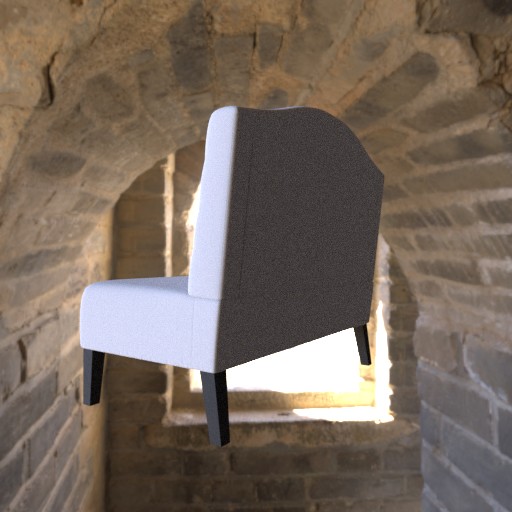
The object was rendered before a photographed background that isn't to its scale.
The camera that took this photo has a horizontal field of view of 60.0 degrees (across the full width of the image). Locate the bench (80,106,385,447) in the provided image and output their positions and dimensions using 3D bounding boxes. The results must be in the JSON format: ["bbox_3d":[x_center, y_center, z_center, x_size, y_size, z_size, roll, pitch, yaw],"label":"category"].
[{"bbox_3d":[0.000,0.000,2.074,0.815,1.180,1.335,0,0,35],"label":"bench"}]
